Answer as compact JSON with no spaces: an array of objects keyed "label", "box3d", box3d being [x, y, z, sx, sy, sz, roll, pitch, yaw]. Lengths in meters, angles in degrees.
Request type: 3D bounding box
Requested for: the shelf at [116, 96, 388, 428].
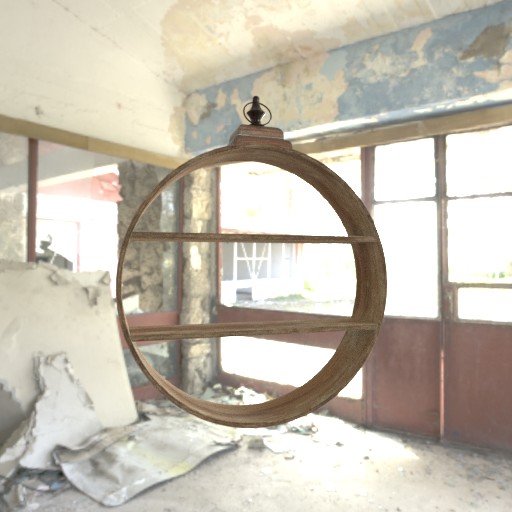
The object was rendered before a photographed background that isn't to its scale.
[{"label":"shelf","box3d":[0.000,0.000,0.999,0.601,0.725,0.125,0,-1,-17]}]
